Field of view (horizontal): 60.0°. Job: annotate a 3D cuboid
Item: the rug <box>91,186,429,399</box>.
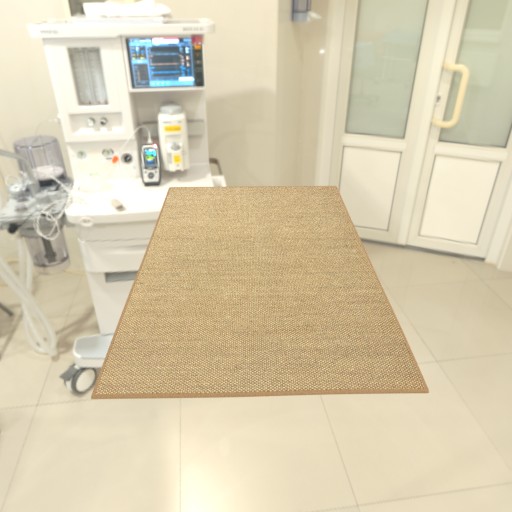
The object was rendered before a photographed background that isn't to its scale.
[{"bbox_3d":[0.000,0.000,2.086,1.061,0.012,1.668,-1,32,-1],"label":"rug"}]
